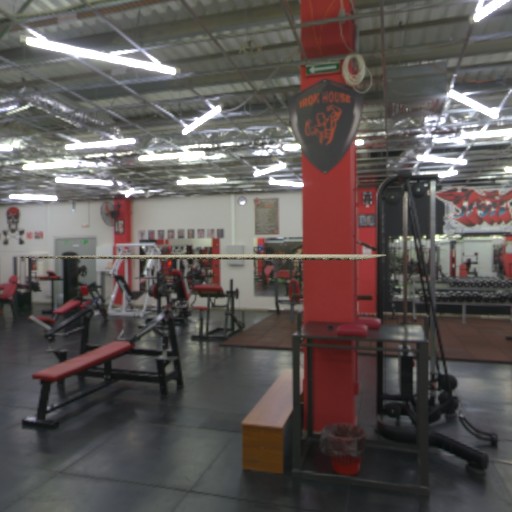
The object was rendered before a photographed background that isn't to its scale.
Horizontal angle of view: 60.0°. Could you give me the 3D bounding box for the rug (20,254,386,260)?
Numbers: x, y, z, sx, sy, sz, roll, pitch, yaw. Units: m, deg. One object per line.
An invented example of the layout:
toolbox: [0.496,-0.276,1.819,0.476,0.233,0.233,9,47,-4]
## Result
rug: [0.000,0.000,2.278,1.247,0.008,1.802,0,1,19]
